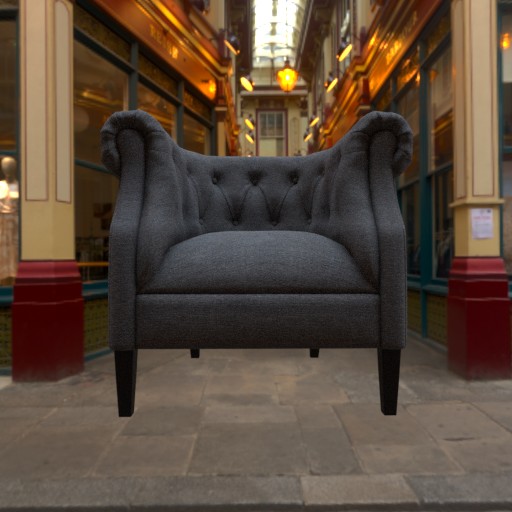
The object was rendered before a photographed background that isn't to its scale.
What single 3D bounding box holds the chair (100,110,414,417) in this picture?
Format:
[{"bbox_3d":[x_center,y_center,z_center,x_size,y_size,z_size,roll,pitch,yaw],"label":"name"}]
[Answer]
[{"bbox_3d":[0.000,0.000,1.534,0.905,0.827,0.852,0,0,-1],"label":"chair"}]
